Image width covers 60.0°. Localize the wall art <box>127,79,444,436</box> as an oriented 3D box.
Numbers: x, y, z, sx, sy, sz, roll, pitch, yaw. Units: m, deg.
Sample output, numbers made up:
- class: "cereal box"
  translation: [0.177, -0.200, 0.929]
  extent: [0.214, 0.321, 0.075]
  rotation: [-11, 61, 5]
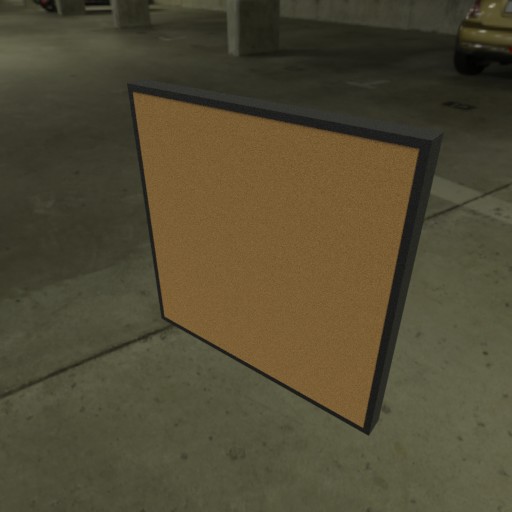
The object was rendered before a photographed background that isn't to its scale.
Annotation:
- class: "wall art"
  translation: [0.000, 0.000, 0.759]
  extent: [0.509, 0.509, 0.040]
  rotation: [22, 38, 31]
